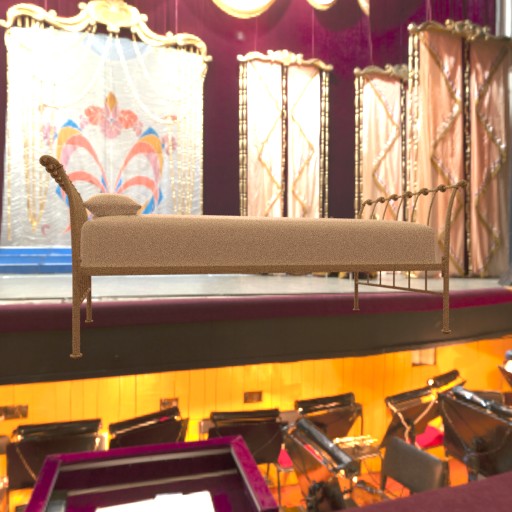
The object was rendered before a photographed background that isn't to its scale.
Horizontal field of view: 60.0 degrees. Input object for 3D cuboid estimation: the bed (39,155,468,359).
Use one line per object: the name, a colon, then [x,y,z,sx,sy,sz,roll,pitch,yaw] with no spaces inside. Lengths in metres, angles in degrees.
bed: [0.000,0.000,2.676,2.228,0.873,1.032,0,1,-18]
